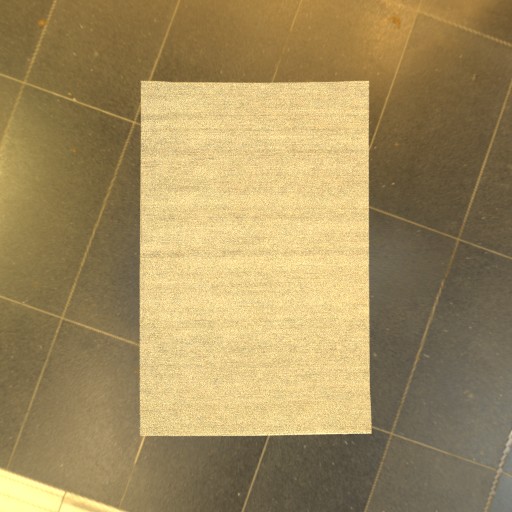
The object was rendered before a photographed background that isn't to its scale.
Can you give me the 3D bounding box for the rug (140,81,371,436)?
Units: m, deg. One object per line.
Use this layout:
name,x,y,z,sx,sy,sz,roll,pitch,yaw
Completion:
rug,0.000,0.000,2.265,1.179,0.022,1.820,0,89,-1
